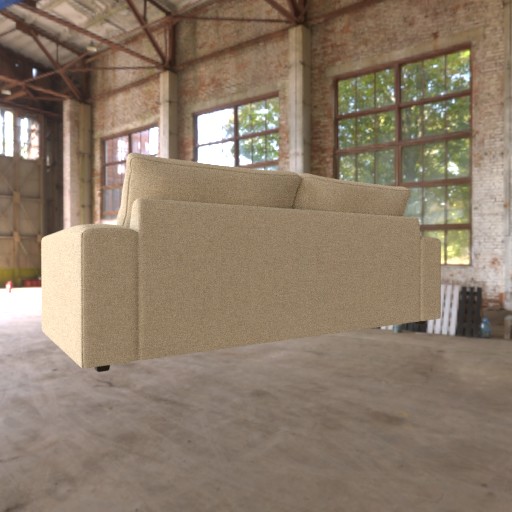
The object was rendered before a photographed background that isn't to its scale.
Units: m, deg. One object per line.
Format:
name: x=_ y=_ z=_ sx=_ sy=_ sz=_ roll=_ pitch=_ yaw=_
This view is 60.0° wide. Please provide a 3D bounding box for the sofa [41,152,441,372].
sofa: x=0.000 y=0.000 z=2.752 sx=2.299 sy=0.922 sz=1.040 roll=0 pitch=1 yaw=-34
